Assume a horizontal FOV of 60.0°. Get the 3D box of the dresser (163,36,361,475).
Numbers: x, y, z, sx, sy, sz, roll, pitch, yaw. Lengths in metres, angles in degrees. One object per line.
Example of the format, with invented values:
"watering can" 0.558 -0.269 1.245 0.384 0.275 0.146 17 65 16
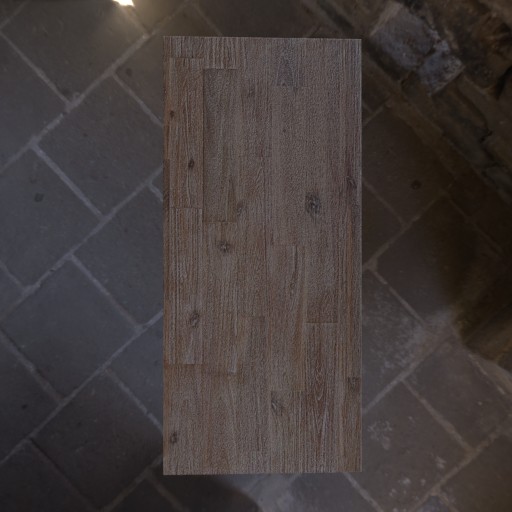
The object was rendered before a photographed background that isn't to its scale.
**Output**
"dresser" 0.000 0.000 1.529 0.455 1.029 0.998 0 90 -2
